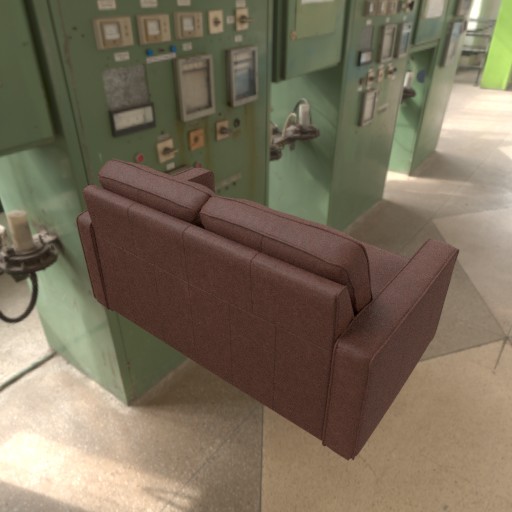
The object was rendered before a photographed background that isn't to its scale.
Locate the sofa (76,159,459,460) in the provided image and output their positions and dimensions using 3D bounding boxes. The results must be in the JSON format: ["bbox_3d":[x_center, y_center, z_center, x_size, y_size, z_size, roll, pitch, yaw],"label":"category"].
[{"bbox_3d":[0.000,0.000,2.257,1.709,0.918,0.947,22,38,31],"label":"sofa"}]
